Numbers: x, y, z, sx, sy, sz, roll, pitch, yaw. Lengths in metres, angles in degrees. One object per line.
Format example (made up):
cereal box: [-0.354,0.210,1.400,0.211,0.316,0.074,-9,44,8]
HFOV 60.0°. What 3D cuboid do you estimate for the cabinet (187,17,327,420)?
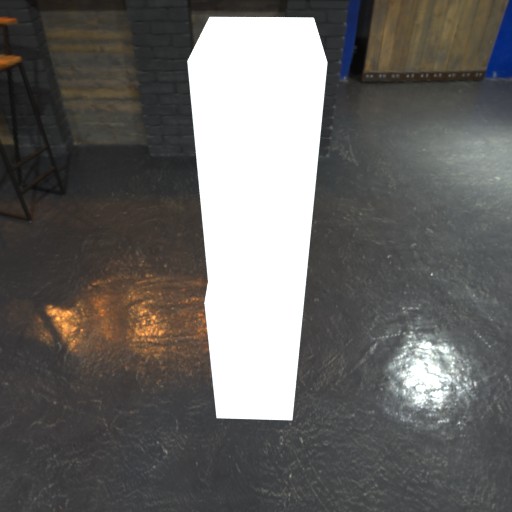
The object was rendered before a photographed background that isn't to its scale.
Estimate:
cabinet: [0.000,0.000,1.480,0.300,1.350,0.400,1,40,1]
